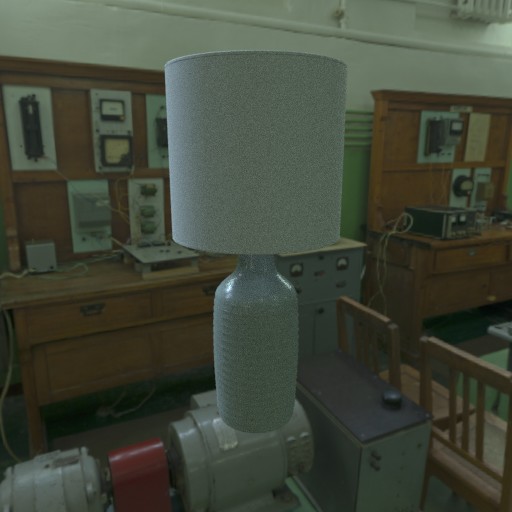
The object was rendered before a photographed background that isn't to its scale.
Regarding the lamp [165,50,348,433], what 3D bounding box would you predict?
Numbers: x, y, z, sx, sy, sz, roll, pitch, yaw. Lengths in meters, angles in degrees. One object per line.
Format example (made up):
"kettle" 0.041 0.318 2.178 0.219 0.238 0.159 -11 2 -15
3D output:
"lamp" 0.000 0.000 0.603 0.220 0.475 0.220 -7 16 -27
